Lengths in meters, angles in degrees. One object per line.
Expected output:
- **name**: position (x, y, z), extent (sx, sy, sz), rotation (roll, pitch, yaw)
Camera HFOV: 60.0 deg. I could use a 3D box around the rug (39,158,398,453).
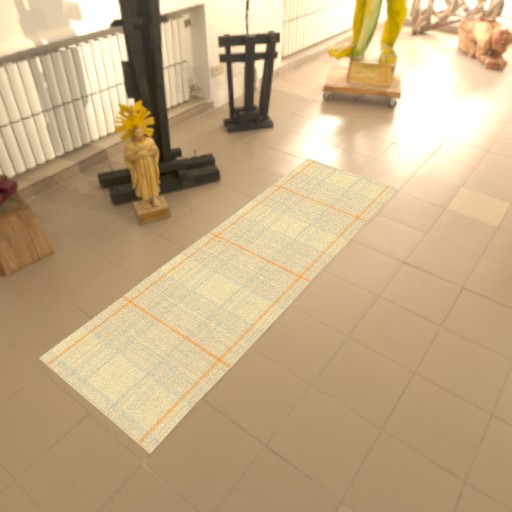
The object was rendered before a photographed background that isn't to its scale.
- **rug**: position (0.000, 0.000, 2.683), extent (0.770, 0.016, 2.442), rotation (26, 47, 27)
